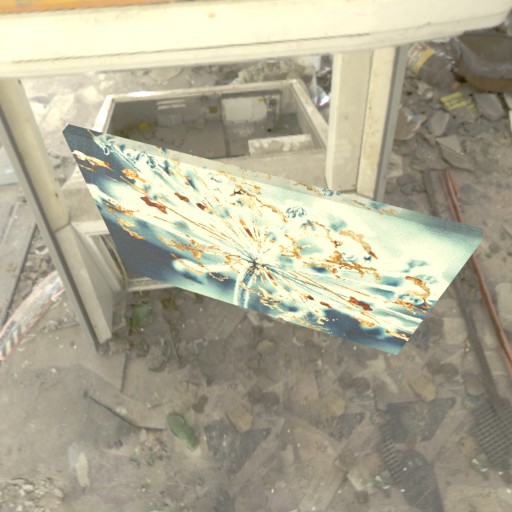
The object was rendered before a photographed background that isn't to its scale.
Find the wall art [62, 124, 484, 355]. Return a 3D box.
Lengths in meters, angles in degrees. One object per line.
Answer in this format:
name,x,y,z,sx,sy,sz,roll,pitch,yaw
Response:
wall art,0.000,0.000,1.469,1.138,0.759,0.035,16,58,10
